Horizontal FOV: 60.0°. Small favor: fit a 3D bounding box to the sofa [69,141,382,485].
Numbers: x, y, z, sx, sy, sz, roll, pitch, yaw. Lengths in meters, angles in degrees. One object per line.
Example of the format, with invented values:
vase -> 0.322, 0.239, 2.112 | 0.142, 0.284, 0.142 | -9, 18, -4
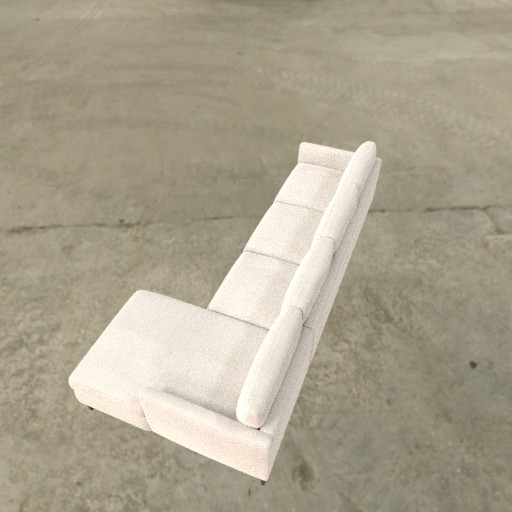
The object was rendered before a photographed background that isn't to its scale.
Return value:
sofa -> 0.000, 0.000, 2.921 | 1.126, 0.677, 2.445 | 17, 48, 16
